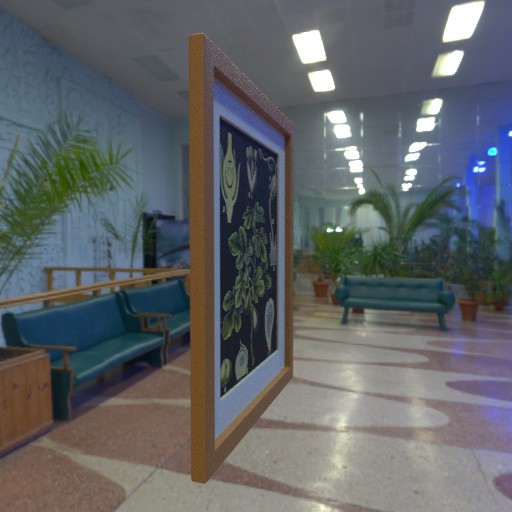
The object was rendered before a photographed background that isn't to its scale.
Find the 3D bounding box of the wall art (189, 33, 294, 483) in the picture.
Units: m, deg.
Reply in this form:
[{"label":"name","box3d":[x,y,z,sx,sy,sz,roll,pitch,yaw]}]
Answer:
[{"label":"wall art","box3d":[0.000,0.000,0.759,0.022,0.553,0.452,1,2,19]}]
